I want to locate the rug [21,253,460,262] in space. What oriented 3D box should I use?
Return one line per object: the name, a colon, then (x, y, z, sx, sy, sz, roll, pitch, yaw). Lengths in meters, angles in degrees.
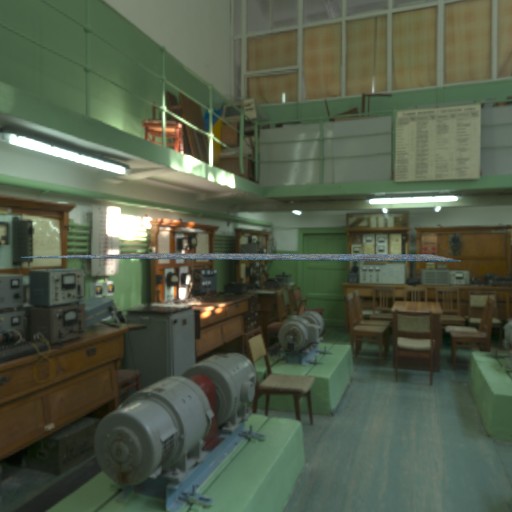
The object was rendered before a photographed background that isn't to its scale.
rug: (0.000, 0.000, 4.224, 3.291, 0.013, 2.337, 0, 1, 18)
